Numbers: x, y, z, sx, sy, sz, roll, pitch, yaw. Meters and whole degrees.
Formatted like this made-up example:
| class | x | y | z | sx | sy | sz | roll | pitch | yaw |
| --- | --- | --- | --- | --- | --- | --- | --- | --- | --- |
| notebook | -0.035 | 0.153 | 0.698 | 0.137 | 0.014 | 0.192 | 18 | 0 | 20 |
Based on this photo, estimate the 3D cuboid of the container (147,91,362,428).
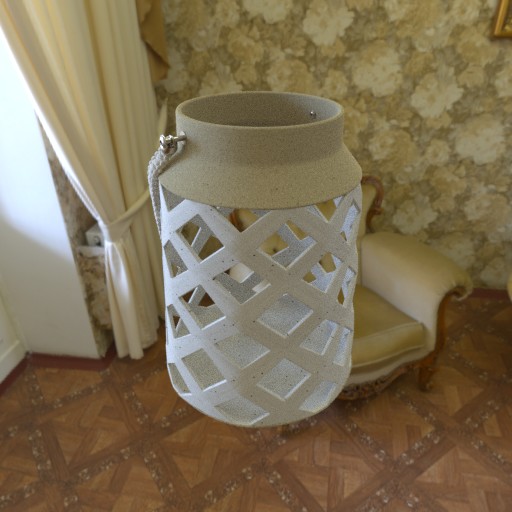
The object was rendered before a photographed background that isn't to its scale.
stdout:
| class | x | y | z | sx | sy | sz | roll | pitch | yaw |
| --- | --- | --- | --- | --- | --- | --- | --- | --- | --- |
| container | 0.000 | 0.000 | 0.348 | 0.163 | 0.229 | 0.172 | -20 | 36 | -30 |
